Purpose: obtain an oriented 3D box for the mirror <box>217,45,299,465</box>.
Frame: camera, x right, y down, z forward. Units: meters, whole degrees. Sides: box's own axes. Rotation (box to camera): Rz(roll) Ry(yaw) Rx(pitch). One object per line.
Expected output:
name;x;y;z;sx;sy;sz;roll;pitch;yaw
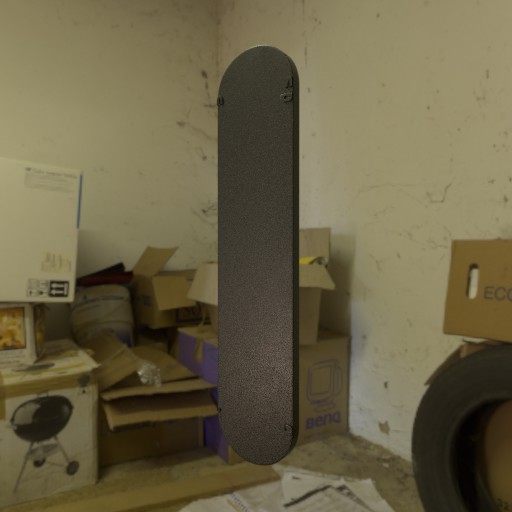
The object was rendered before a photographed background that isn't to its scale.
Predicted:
mirror;0.000;0.000;1.063;0.222;0.991;0.032;0;1;36
